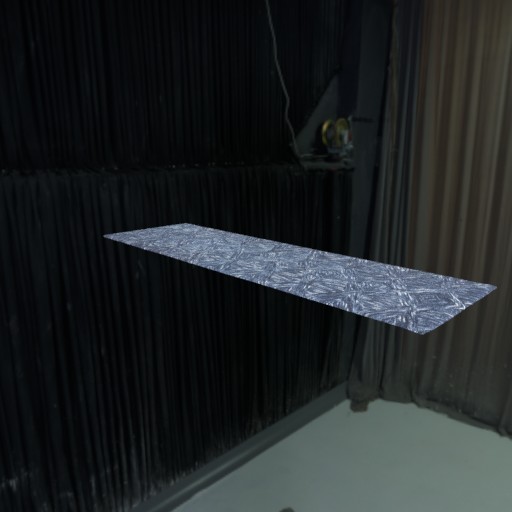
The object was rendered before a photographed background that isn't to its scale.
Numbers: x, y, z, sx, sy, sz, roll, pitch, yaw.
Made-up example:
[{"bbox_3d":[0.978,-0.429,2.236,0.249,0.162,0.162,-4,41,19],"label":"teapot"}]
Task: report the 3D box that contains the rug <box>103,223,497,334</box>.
[{"bbox_3d":[0.000,0.000,2.497,0.719,0.013,2.306,-14,19,-43],"label":"rug"}]
